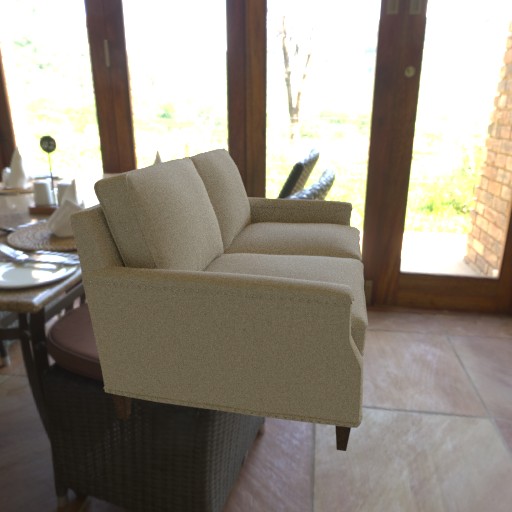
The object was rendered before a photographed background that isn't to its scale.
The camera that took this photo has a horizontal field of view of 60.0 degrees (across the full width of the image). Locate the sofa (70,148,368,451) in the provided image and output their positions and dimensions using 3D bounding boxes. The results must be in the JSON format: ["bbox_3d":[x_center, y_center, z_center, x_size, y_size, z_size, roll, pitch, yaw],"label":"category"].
[{"bbox_3d":[0.000,0.000,2.279,1.084,1.003,1.597,4,18,11],"label":"sofa"}]
